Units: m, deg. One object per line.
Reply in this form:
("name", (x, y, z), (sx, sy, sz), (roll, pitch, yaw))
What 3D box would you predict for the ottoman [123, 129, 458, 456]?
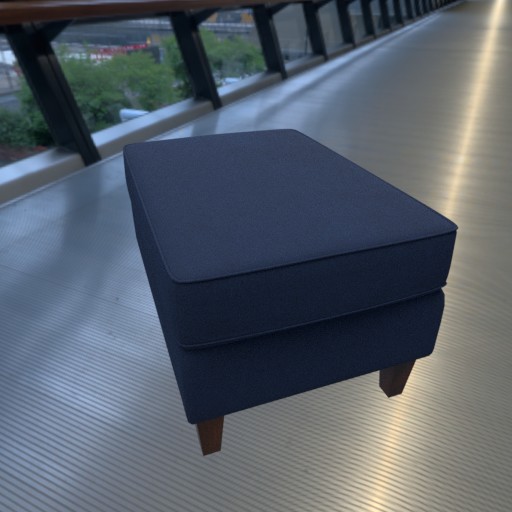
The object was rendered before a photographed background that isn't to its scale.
("ottoman", (0.000, 0.000, 1.408), (0.686, 0.584, 0.965), (-10, 32, -17))
